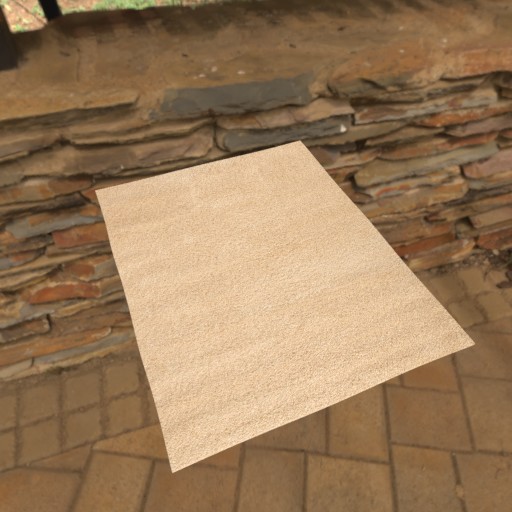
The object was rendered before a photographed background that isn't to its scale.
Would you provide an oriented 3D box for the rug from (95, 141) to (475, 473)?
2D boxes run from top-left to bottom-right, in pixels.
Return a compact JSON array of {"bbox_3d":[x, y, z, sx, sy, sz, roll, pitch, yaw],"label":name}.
[{"bbox_3d":[0.000,0.000,4.035,2.400,0.025,3.000,-17,50,-15],"label":"rug"}]
